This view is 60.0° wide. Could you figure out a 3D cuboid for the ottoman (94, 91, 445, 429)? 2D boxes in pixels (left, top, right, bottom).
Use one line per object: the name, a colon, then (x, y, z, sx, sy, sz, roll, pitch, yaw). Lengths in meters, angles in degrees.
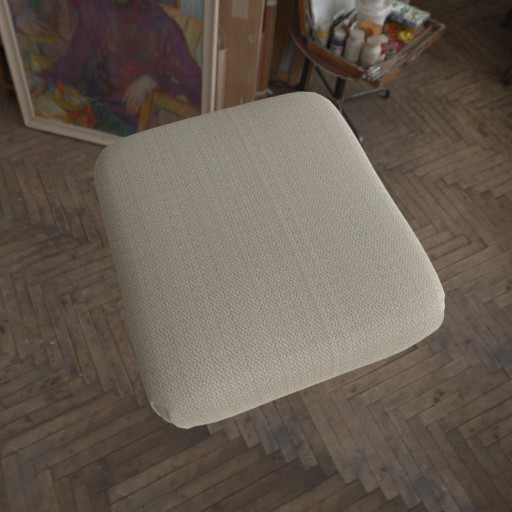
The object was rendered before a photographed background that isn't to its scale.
ottoman: (0.000, 0.000, 1.089, 0.622, 0.447, 0.684, -18, 65, -9)
